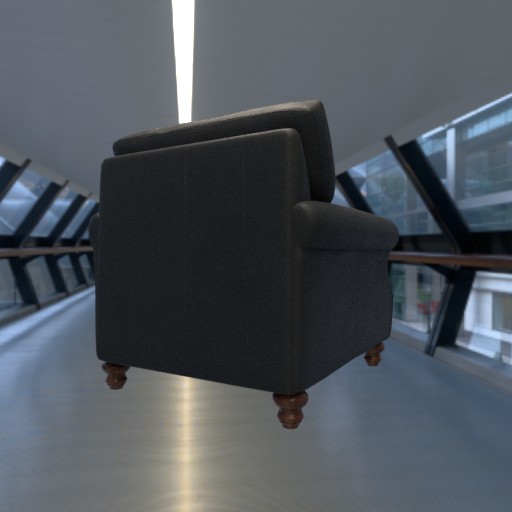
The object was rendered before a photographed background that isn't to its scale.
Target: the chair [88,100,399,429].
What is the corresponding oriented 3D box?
[{"bbox_3d":[0.000,0.000,1.783,1.015,0.960,1.027,0,0,36],"label":"chair"}]
